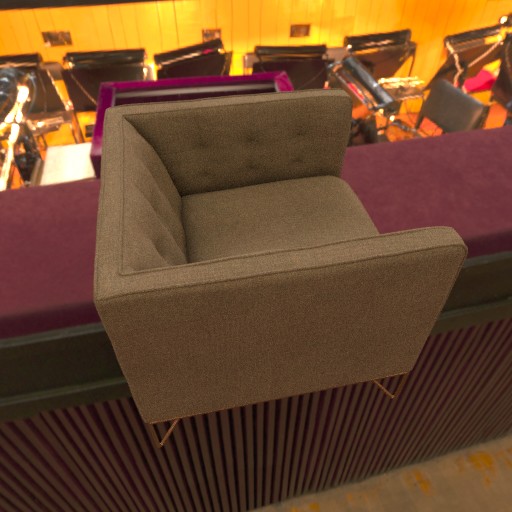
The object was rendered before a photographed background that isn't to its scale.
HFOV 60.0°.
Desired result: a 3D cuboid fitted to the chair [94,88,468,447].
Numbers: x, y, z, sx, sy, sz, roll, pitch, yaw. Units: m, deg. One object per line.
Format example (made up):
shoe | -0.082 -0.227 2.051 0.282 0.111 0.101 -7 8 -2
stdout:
chair | 0.000 0.000 1.588 0.912 0.799 0.920 -8 46 -8
